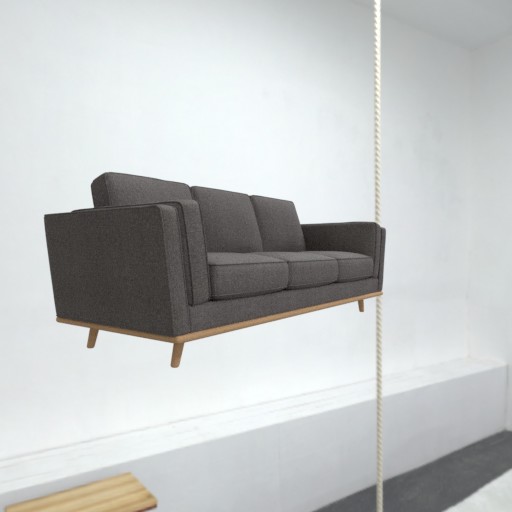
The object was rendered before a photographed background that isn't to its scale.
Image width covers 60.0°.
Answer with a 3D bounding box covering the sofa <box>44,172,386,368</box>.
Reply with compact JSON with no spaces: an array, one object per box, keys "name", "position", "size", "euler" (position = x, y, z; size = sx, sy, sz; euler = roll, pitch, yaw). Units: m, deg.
[{"name":"sofa","position":[0.000,0.000,2.835],"size":[0.903,0.899,2.362],"euler":[1,1,36]}]
